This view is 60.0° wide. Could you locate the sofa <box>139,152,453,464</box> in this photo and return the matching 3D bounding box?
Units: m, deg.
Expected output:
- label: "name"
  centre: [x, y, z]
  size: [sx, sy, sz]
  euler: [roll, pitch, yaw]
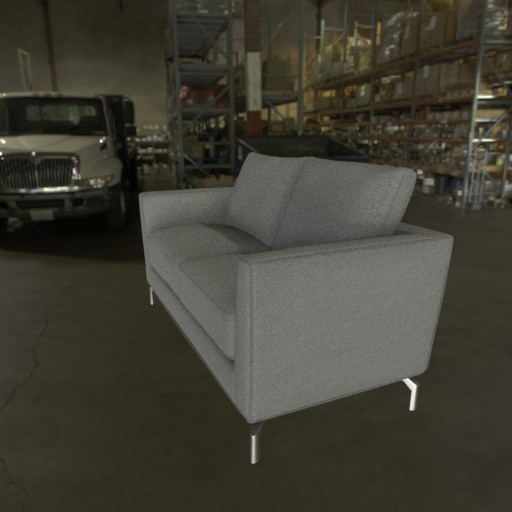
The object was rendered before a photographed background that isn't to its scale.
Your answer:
- label: "sofa"
  centre: [0.000, 0.000, 2.129]
  size: [0.803, 0.924, 1.594]
  euler: [-7, 17, -24]
